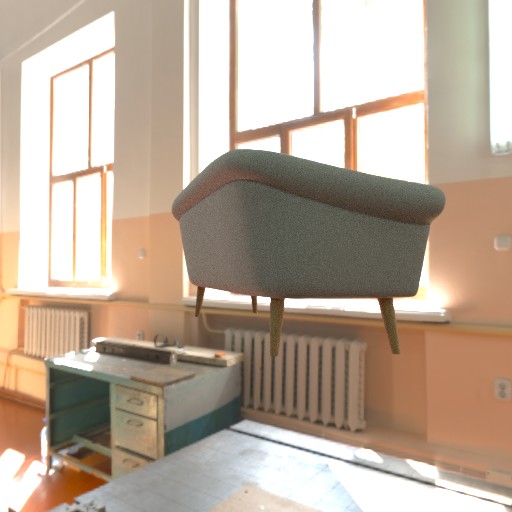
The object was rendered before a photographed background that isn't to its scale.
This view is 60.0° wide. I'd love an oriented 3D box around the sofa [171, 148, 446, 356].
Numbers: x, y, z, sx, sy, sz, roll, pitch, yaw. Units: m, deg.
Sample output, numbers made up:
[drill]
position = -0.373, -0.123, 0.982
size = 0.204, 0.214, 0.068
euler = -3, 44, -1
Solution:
[sofa]
position = 0.000, 0.000, 2.534
size = 0.827, 0.795, 2.160
euler = 1, -2, -19
